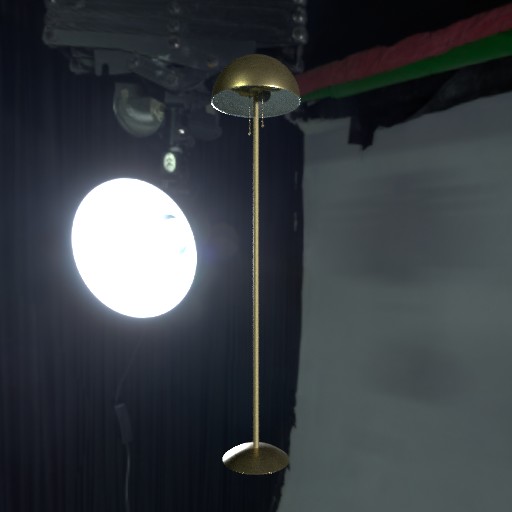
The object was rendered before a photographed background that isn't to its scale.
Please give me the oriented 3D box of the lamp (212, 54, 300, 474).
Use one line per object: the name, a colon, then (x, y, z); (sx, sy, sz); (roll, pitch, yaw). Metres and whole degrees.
lamp: (0.000, 0.000, 1.630); (0.328, 1.480, 0.328); (-1, -1, 35)
